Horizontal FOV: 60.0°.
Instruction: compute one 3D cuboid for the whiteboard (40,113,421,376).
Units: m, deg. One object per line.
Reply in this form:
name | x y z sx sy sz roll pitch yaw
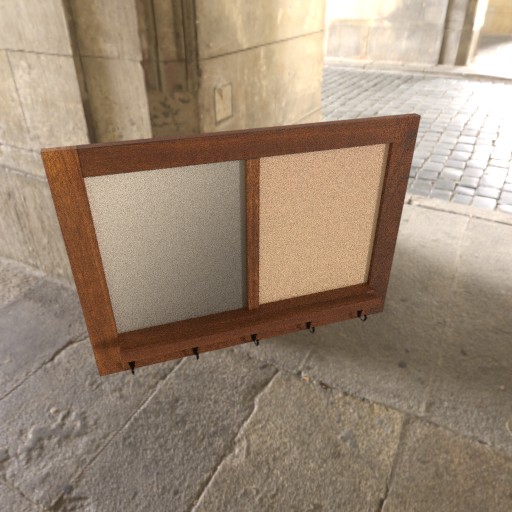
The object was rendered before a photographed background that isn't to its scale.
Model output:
whiteboard | 0.000 0.000 1.012 0.783 0.559 0.083 -10 34 -15
